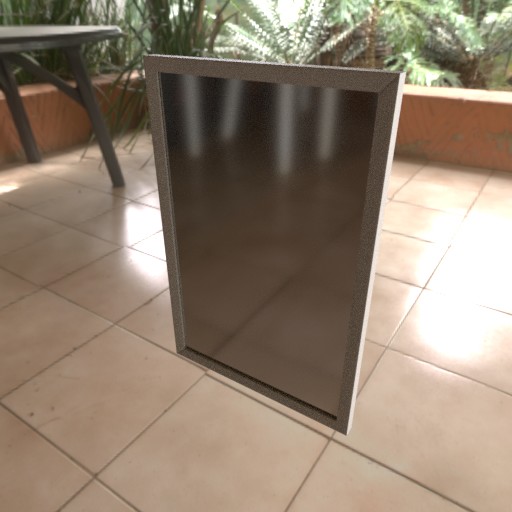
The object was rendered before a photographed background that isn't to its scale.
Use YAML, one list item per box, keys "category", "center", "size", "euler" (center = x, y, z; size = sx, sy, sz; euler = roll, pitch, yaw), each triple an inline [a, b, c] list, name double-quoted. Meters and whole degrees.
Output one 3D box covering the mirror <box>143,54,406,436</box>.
- category: "mirror"
  center: [0.000, 0.000, 1.135]
  size: [0.609, 0.915, 0.040]
  euler: [17, 34, 28]
